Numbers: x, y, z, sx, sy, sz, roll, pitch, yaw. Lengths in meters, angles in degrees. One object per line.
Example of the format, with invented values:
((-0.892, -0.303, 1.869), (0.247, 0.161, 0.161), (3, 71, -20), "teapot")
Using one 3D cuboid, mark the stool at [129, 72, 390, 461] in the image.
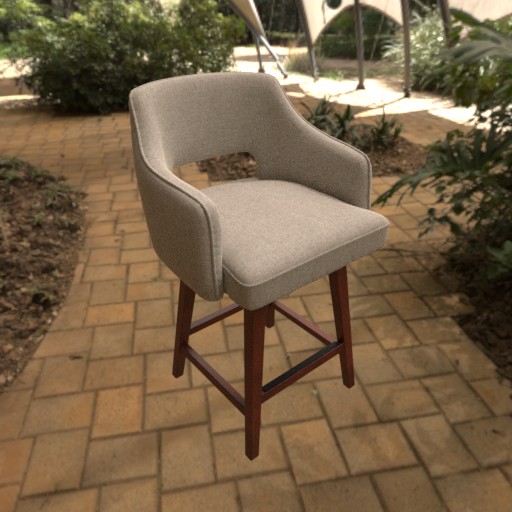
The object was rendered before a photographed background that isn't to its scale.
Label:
((0.000, 0.000, 1.302), (0.599, 0.944, 0.558), (-22, 37, -34), "stool")
